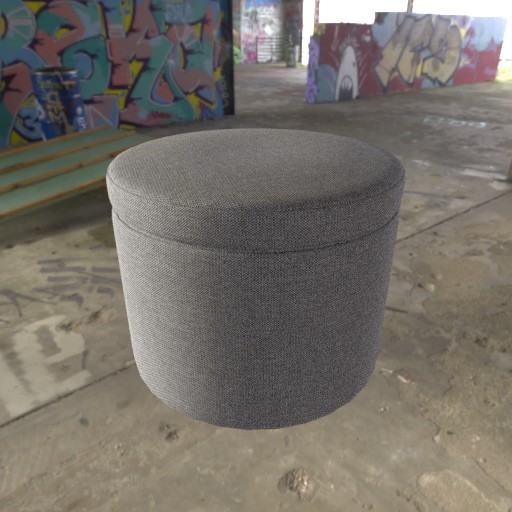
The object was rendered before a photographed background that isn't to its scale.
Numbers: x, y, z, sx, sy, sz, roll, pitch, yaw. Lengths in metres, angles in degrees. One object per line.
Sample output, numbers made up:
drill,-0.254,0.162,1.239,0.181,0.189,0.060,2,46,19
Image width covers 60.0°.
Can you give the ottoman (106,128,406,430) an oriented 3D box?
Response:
ottoman,0.000,0.000,0.851,0.500,0.419,0.500,0,27,0
